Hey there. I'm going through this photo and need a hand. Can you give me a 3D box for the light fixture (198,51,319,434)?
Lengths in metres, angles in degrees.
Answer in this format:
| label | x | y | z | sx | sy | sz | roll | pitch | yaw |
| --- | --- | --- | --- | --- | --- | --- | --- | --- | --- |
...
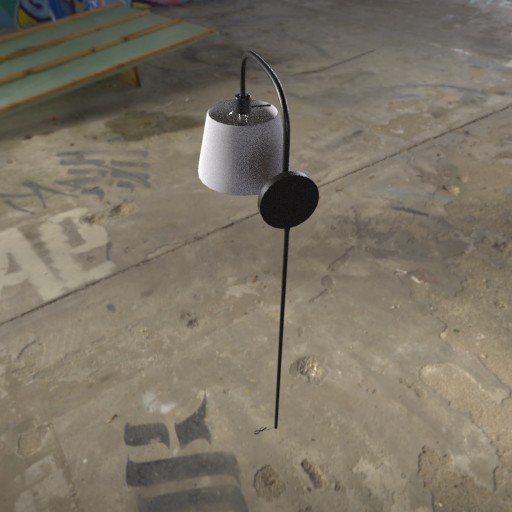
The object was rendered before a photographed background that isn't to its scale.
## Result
| label | x | y | z | sx | sy | sz | roll | pitch | yaw |
| --- | --- | --- | --- | --- | --- | --- | --- | --- | --- |
| light fixture | 0.000 | 0.000 | 0.464 | 0.092 | 0.399 | 0.176 | -11 | 41 | -12 |
